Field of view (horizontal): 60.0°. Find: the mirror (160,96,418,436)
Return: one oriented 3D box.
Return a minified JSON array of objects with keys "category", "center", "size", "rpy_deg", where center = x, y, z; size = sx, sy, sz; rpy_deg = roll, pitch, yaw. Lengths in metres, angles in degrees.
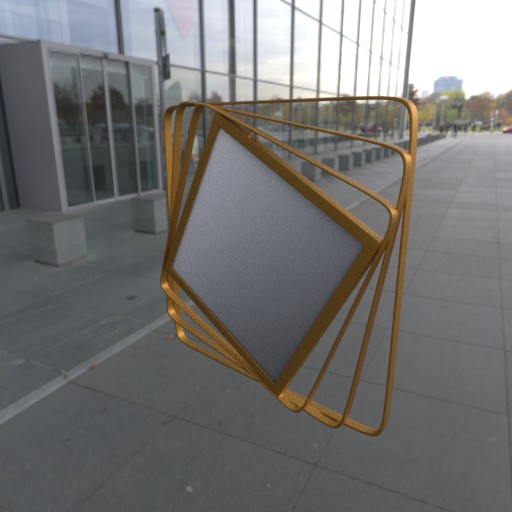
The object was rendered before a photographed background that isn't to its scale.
[{"category":"mirror","center":[0.000,0.000,0.699],"size":[0.470,0.468,0.045],"rpy_deg":[14,22,40]}]
